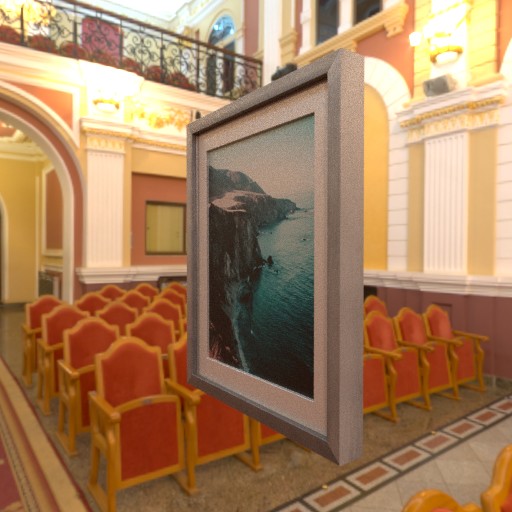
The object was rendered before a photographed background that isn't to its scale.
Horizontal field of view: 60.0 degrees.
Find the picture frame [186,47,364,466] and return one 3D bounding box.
[{"bbox_3d":[0.000,0.000,0.784,0.046,0.555,0.449,-1,1,-36],"label":"picture frame"}]
